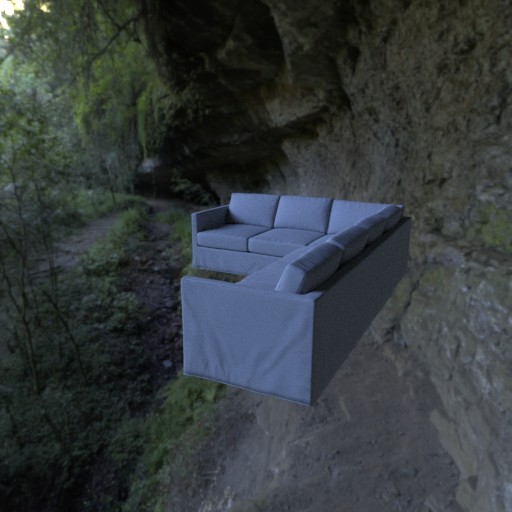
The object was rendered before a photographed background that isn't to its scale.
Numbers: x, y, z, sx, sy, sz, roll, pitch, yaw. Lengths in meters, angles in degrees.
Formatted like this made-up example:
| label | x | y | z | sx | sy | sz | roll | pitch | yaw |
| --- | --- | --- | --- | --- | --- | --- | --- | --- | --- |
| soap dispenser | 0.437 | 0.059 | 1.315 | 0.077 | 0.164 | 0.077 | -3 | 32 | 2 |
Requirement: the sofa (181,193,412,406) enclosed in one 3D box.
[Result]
| label | x | y | z | sx | sy | sz | roll | pitch | yaw |
| --- | --- | --- | --- | --- | --- | --- | --- | --- | --- |
| sofa | 0.000 | 0.000 | 4.384 | 2.432 | 0.871 | 3.182 | 8 | 16 | 27 |
